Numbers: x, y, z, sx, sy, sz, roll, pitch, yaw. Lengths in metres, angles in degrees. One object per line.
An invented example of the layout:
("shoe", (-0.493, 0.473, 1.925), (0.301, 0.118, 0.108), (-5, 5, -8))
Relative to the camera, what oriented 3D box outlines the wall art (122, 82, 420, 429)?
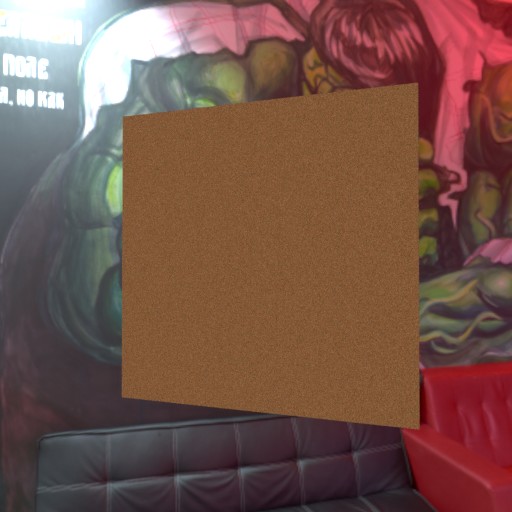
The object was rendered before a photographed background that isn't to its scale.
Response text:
("wall art", (0.000, 0.000, 0.585), (0.404, 0.406, 0.010), (0, -1, 18))
